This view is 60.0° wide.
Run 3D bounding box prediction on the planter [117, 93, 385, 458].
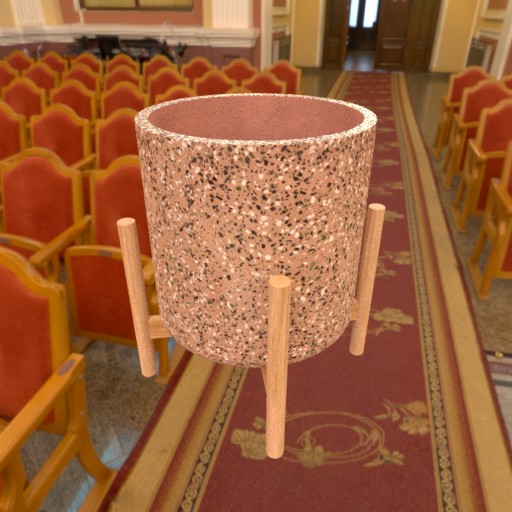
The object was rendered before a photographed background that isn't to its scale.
[{"bbox_3d":[0.000,0.000,0.669,0.360,0.419,0.360,7,30,12],"label":"planter"}]
